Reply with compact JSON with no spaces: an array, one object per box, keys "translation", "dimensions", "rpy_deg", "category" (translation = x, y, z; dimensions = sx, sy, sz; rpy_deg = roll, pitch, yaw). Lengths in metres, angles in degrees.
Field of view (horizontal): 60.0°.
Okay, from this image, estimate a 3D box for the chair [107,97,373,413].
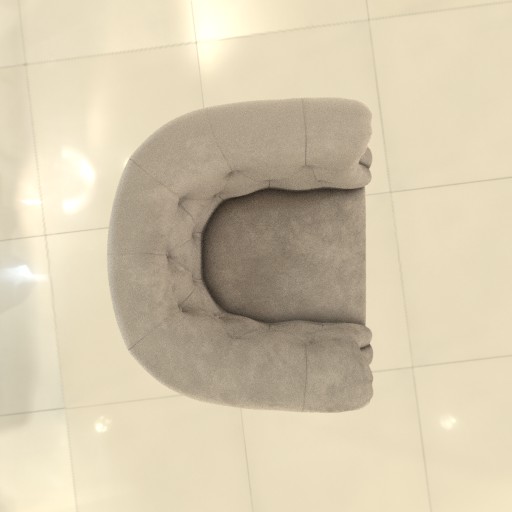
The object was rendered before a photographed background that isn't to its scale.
[{"translation":[0.000,0.000,1.603],"dimensions":[0.851,0.826,0.904],"rpy_deg":[0,89,1],"category":"chair"}]
